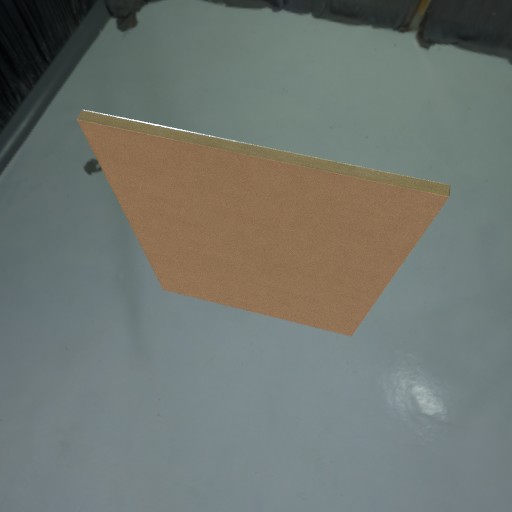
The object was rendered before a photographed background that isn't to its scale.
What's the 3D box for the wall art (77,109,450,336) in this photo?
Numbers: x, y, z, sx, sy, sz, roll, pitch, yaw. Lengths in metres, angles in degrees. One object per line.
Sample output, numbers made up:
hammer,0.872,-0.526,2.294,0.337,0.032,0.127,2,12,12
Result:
wall art,0.000,0.000,1.377,0.798,1.002,0.030,13,65,6
